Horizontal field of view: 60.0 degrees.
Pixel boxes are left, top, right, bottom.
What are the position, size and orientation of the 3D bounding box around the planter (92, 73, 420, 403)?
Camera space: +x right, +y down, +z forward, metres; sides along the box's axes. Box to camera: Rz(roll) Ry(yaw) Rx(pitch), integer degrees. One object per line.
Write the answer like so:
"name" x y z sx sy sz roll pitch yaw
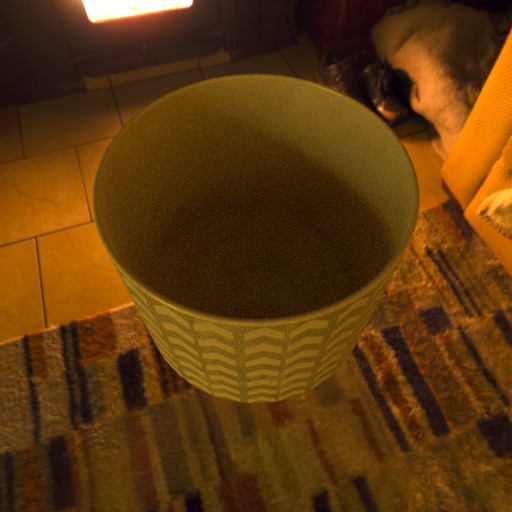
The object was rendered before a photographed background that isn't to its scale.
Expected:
"planter" 0.000 0.000 0.444 0.250 0.239 0.250 0 58 0
